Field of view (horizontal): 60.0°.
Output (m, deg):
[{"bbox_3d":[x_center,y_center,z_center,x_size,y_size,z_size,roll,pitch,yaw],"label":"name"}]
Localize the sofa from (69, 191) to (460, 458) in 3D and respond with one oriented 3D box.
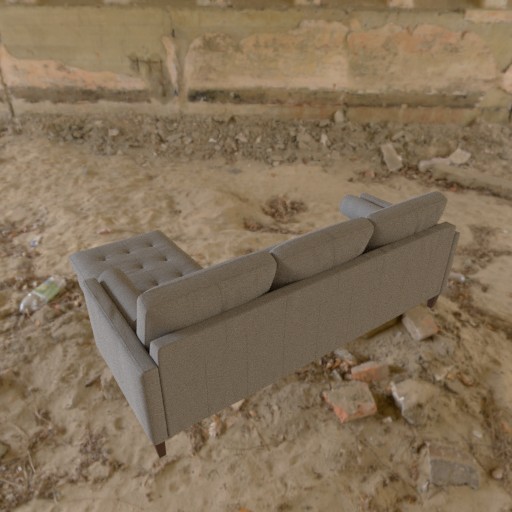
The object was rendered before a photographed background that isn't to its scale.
[{"bbox_3d":[0.000,0.000,2.919,2.178,0.875,1.506,-19,35,-30],"label":"sofa"}]
